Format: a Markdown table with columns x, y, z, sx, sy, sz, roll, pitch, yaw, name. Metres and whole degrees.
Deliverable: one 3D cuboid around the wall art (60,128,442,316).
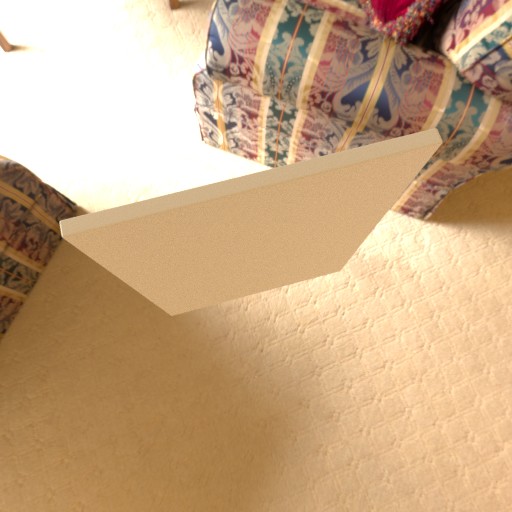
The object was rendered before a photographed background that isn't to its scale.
| x | y | z | sx | sy | sz | roll | pitch | yaw | name |
| --- | --- | --- | --- | --- | --- | --- | --- | --- | --- |
| 0.000 | 0.000 | 1.480 | 0.808 | 1.183 | 0.038 | -15 | 75 | -4 | wall art |
